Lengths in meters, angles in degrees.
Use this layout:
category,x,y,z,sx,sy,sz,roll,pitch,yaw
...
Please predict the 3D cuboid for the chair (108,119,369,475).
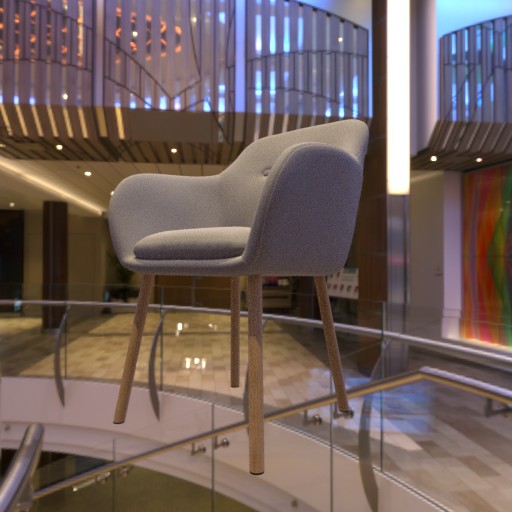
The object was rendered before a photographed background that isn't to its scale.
category,x,y,z,sx,sy,sz,roll,pitch,yaw
chair,0.000,0.000,1.200,0.570,0.830,0.590,-1,-1,37
